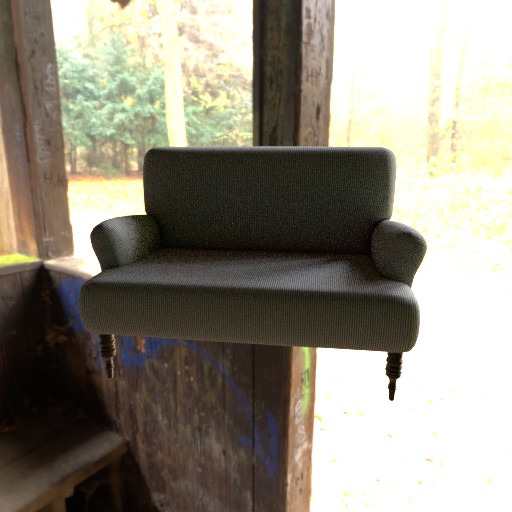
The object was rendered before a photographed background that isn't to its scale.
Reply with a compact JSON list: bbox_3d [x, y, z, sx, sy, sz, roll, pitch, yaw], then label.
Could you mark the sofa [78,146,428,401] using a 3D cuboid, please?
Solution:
[{"bbox_3d":[0.000,0.000,1.862,1.297,0.889,0.779,2,14,8],"label":"sofa"}]
